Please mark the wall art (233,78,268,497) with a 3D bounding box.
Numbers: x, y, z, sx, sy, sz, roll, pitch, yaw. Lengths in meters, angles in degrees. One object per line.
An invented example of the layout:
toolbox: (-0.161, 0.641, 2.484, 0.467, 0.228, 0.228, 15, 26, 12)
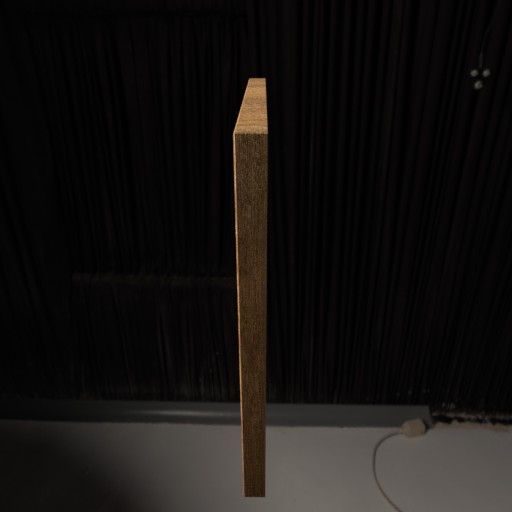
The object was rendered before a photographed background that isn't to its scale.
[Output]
wall art: (0.000, 0.000, 0.880, 0.042, 0.608, 0.611, 0, 27, 1)
